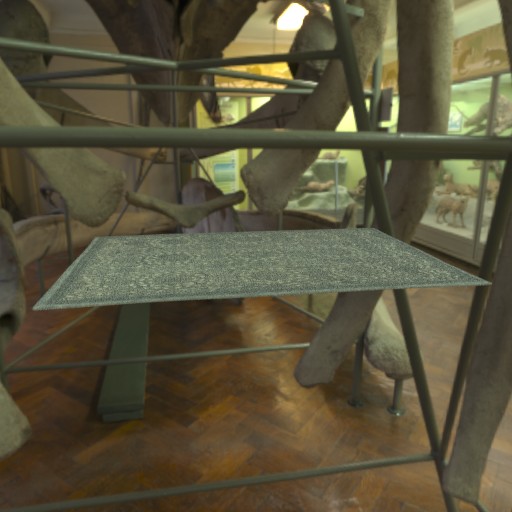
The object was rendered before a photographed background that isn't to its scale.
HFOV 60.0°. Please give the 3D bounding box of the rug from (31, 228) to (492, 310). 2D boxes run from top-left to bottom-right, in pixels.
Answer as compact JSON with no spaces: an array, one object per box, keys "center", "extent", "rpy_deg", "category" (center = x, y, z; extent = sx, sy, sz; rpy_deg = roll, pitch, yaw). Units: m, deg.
[{"center":[0.000,0.000,2.308],"extent":[1.830,0.016,1.224],"rpy_deg":[-2,15,-9],"category":"rug"}]
